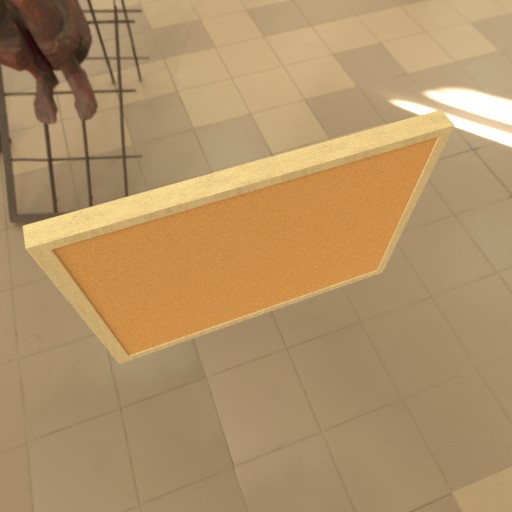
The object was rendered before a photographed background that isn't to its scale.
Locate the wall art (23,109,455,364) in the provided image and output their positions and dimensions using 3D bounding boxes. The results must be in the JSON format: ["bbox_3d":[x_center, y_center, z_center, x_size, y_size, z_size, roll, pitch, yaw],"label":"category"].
[{"bbox_3d":[0.000,0.000,0.686,0.532,0.380,0.032,-18,60,-11],"label":"wall art"}]
